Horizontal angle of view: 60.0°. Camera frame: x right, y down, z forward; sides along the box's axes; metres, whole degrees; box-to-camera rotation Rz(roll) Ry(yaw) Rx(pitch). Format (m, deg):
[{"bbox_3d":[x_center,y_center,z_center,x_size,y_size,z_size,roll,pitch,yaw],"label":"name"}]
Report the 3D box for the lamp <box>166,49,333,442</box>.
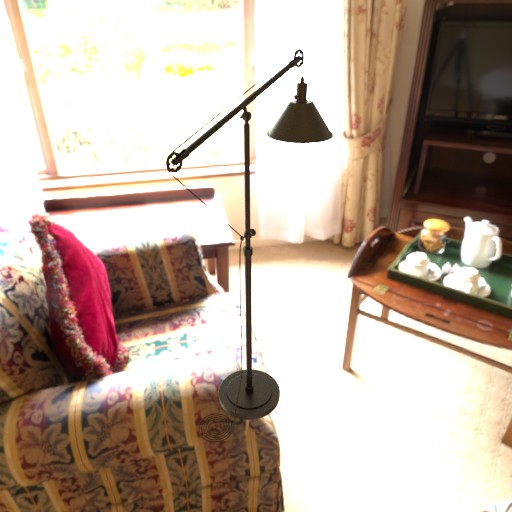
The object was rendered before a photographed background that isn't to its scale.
[{"bbox_3d":[0.000,0.000,1.954,0.319,1.626,0.904,21,36,33],"label":"lamp"}]
